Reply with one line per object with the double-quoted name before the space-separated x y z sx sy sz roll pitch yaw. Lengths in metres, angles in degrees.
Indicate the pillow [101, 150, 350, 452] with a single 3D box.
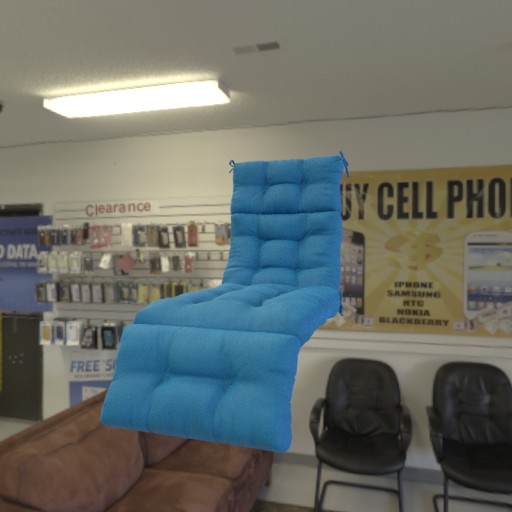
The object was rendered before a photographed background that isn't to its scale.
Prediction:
"pillow" 0.000 0.000 1.484 0.526 0.863 1.016 0 1 19
